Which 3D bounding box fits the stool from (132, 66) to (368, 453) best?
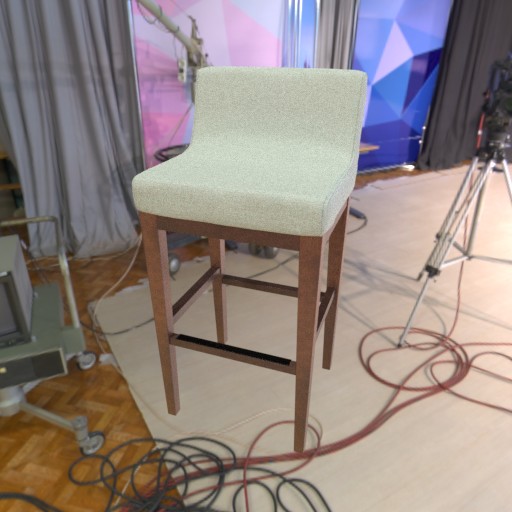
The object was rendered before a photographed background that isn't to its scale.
[{"bbox_3d":[0.000,0.000,1.350,0.511,1.037,0.500,9,28,18],"label":"stool"}]
